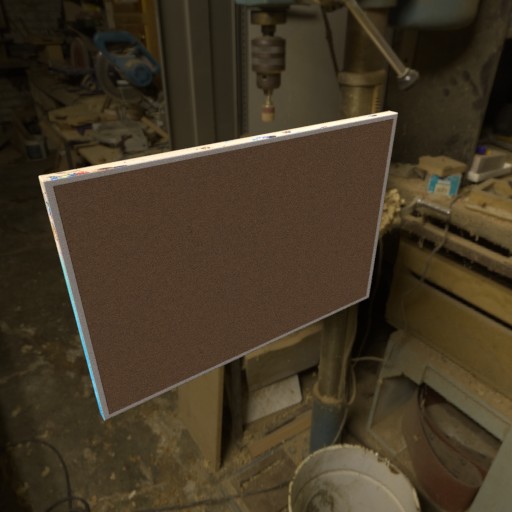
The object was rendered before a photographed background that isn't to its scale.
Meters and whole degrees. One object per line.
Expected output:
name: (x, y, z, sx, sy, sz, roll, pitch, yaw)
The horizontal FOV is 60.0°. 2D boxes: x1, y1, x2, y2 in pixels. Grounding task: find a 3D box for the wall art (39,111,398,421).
wall art: (0.000, 0.000, 1.436, 1.136, 0.769, 0.040, -19, 35, -29)
